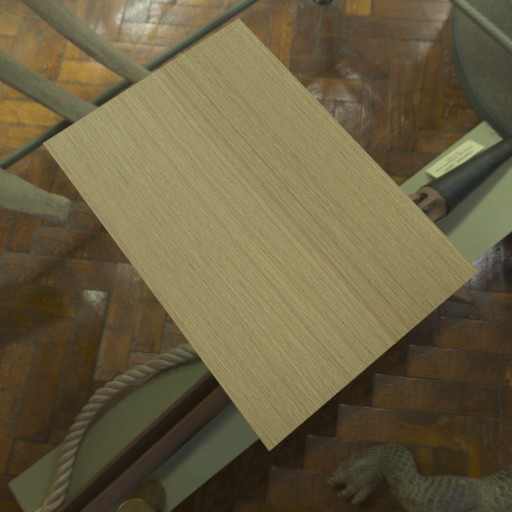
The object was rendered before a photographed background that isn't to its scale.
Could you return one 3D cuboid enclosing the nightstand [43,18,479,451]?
[{"bbox_3d":[0.000,0.000,0.965,0.407,0.610,0.571,-37,78,-10],"label":"nightstand"}]
